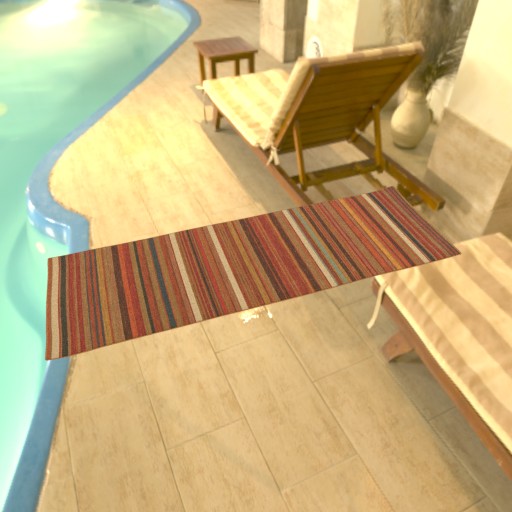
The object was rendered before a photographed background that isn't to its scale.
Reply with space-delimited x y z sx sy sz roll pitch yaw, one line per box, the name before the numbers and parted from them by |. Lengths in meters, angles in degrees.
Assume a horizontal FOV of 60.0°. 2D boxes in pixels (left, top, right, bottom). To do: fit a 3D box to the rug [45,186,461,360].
rug | 0.000 0.000 2.734 2.444 0.030 0.799 -13 43 -14
